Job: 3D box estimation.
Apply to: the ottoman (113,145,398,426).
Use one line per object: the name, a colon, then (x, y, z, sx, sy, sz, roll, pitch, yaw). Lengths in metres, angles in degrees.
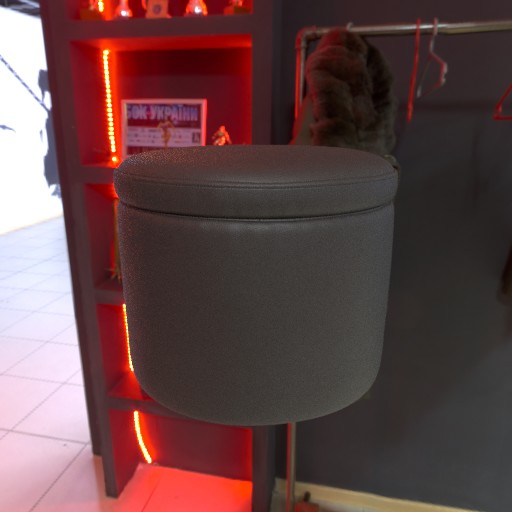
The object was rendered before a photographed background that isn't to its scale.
ottoman: (0.000, 0.000, 0.855, 0.500, 0.409, 0.500, 0, 16, 0)
